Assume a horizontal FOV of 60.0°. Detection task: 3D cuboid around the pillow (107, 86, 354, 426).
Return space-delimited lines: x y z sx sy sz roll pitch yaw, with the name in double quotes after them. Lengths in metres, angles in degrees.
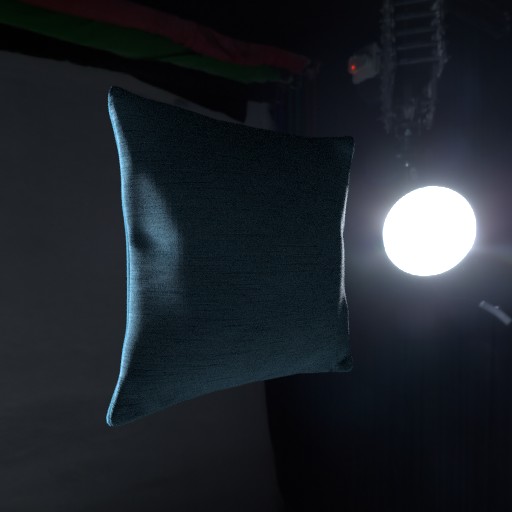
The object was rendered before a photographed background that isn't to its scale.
0.000 0.000 0.655 0.433 0.415 0.151 -1 1 -36 "pillow"
